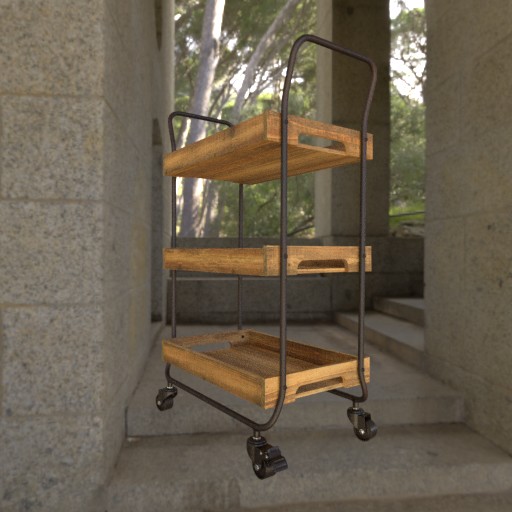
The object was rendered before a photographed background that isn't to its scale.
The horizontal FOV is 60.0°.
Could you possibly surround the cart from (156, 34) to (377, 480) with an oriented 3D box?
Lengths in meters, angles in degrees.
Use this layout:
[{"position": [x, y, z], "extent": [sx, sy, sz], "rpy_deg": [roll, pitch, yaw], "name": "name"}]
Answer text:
[{"position": [0.000, 0.000, 1.132], "extent": [0.339, 0.857, 0.583], "rpy_deg": [0, 1, -36], "name": "cart"}]
